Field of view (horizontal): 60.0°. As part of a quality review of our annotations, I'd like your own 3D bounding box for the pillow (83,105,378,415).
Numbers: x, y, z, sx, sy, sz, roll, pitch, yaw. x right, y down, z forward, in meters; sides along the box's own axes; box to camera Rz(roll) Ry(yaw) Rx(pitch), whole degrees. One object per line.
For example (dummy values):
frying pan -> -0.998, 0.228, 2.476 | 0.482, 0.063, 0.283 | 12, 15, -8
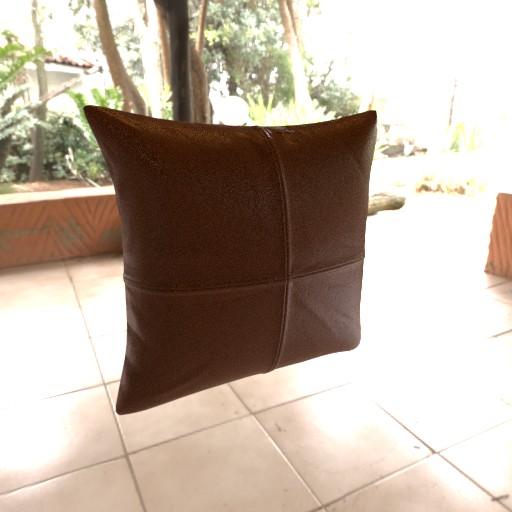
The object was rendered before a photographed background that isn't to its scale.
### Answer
pillow -> 0.000, 0.000, 0.749 | 0.501, 0.477, 0.192 | -9, 19, -26
